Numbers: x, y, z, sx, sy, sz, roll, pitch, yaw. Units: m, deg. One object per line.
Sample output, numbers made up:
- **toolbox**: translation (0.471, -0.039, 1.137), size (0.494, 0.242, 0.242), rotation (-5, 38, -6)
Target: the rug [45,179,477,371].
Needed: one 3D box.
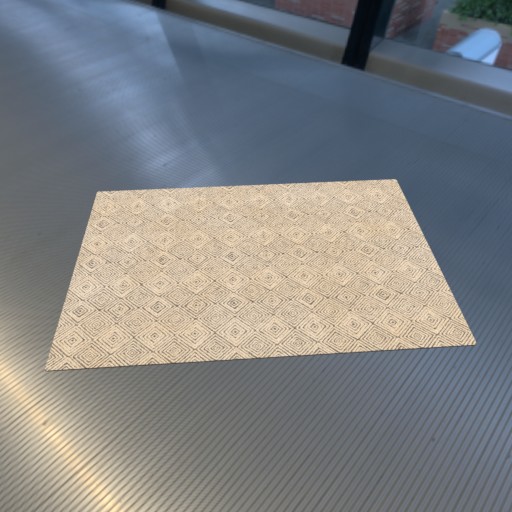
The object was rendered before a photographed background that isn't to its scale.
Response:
- **rug**: translation (0.000, 0.000, 2.232), size (1.783, 0.008, 1.175), rotation (-3, 46, -3)
